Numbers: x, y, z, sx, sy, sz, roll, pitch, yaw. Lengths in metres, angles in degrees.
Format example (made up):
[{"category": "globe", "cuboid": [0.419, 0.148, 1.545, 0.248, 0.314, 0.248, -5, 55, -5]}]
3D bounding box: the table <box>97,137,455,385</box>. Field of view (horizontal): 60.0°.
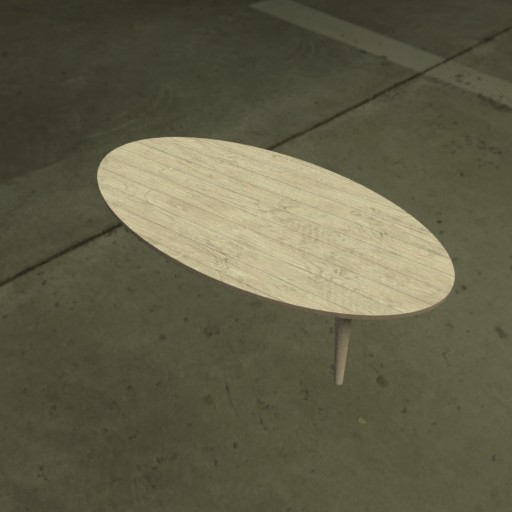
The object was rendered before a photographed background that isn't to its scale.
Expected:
[{"category": "table", "cuboid": [0.000, 0.000, 1.377, 1.083, 0.390, 0.542, 24, 51, 20]}]
